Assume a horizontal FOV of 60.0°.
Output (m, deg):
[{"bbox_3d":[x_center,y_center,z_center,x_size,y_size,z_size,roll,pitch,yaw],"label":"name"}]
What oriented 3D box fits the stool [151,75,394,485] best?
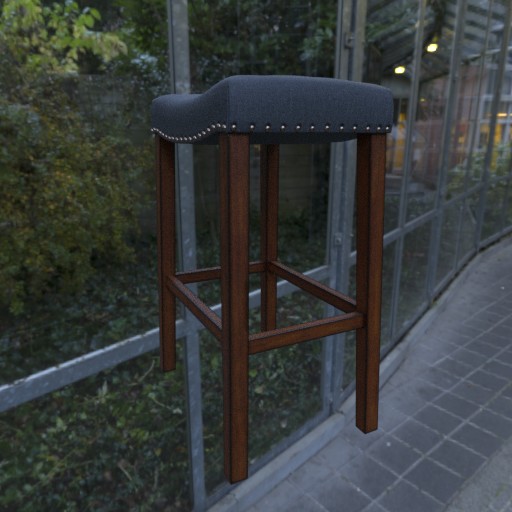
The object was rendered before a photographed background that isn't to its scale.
[{"bbox_3d":[0.000,0.000,1.047,0.366,0.748,0.502,-8,17,-26],"label":"stool"}]
